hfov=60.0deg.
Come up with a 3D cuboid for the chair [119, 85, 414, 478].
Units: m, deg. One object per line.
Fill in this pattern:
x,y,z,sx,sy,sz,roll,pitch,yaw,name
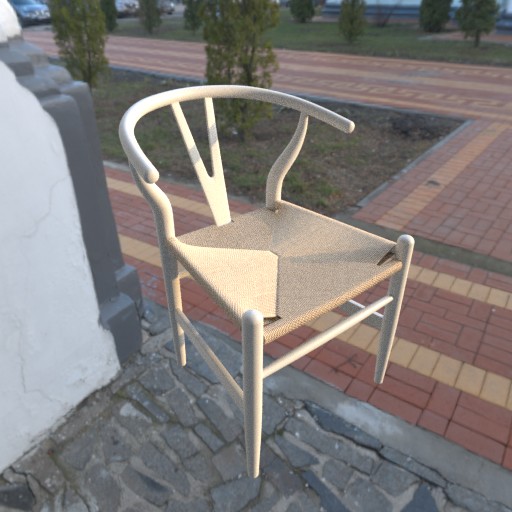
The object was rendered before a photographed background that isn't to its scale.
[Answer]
0.000,0.000,1.117,0.569,0.730,0.579,-22,37,-32,chair
